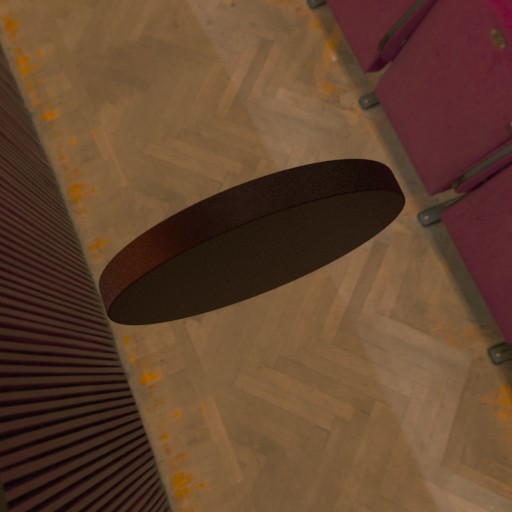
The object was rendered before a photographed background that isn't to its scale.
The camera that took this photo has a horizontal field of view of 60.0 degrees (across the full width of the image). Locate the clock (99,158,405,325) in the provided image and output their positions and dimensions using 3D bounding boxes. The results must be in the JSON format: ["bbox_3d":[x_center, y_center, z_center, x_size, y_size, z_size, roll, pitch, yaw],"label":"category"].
[{"bbox_3d":[0.000,0.000,0.462,0.314,0.314,0.029,-20,76,-5],"label":"clock"}]
